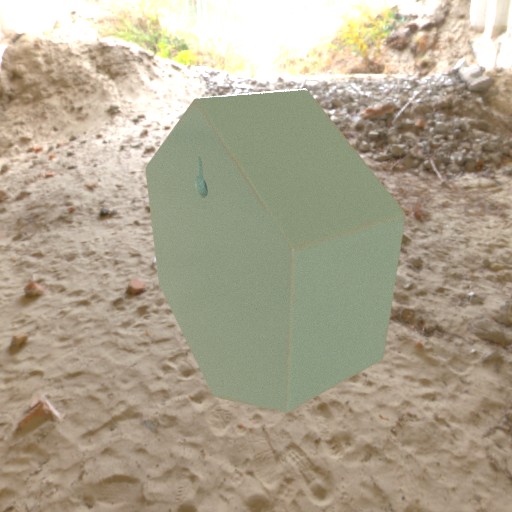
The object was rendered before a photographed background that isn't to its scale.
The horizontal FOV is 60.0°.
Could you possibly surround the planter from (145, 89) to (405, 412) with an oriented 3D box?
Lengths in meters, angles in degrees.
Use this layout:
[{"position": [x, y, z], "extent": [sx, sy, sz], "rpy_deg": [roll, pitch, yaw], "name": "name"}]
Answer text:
[{"position": [0.000, 0.000, 0.297], "extent": [0.078, 0.207, 0.169], "rpy_deg": [-17, 31, -31], "name": "planter"}]
